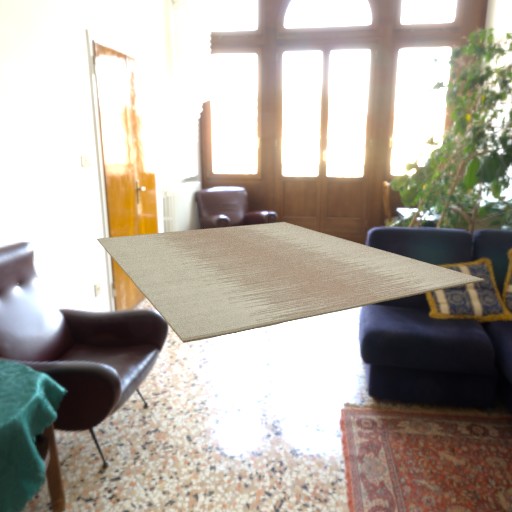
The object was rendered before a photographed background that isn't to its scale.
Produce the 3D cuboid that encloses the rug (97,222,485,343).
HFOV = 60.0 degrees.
[{"bbox_3d":[0.000,0.000,4.192,2.438,0.013,3.048,-7,16,-27],"label":"rug"}]
